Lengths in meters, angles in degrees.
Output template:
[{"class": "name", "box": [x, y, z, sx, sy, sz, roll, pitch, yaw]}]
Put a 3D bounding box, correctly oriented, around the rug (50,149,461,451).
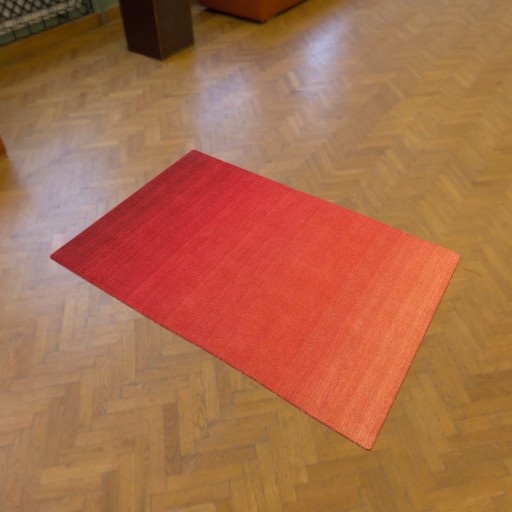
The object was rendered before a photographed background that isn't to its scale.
[{"class": "rug", "box": [0.000, 0.000, 2.364, 1.835, 0.018, 1.230, 26, 52, 22]}]
